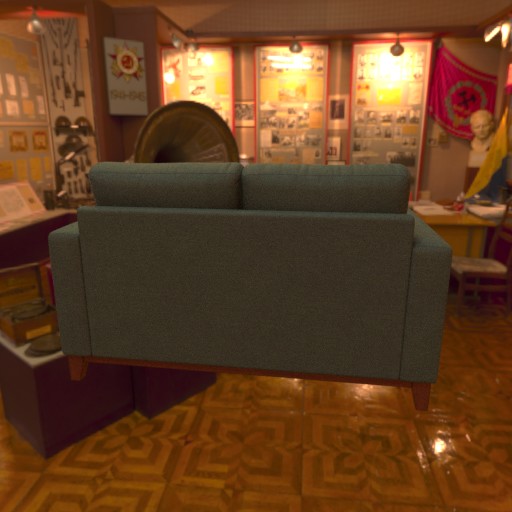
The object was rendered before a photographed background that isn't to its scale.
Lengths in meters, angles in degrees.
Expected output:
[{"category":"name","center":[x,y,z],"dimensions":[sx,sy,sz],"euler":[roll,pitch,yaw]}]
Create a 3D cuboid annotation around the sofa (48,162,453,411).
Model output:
[{"category":"sofa","center":[0.000,0.000,2.085],"dimensions":[1.489,0.903,0.955],"euler":[2,16,8]}]
